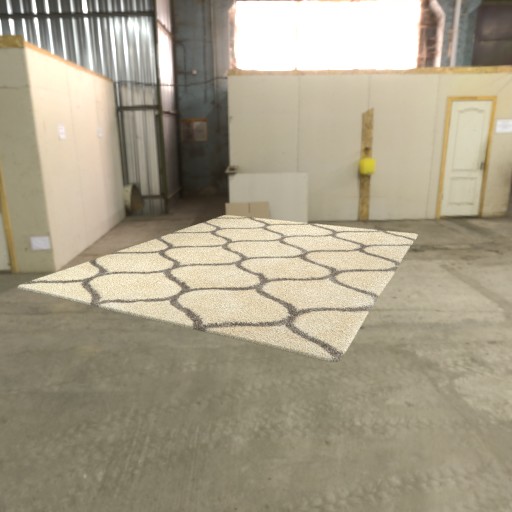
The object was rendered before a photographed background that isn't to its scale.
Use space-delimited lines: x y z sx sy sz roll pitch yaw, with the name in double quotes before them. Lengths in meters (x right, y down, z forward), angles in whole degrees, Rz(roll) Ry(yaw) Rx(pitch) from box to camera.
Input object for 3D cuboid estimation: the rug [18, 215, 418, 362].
"rug" 0.000 0.000 3.980 2.399 0.026 3.000 8 18 25
